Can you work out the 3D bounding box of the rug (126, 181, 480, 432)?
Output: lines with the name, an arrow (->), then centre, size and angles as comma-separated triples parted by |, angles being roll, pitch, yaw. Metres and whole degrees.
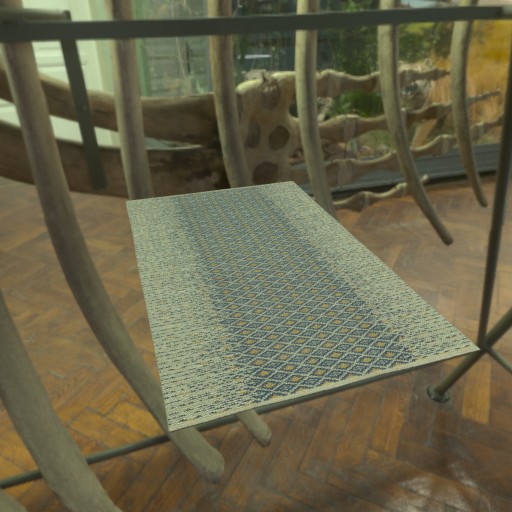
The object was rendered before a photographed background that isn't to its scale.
rug -> 0.000, 0.000, 2.991 | 1.541, 0.008, 2.448 | -9, 32, -16
